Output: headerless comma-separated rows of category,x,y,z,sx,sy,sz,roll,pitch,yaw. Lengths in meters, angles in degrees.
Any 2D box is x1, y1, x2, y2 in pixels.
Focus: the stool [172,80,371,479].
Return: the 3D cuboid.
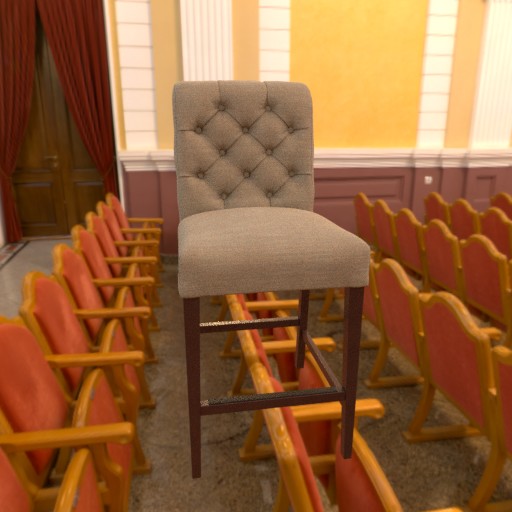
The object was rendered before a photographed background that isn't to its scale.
stool,0.000,0.000,1.406,0.486,1.084,0.660,-3,17,-9
